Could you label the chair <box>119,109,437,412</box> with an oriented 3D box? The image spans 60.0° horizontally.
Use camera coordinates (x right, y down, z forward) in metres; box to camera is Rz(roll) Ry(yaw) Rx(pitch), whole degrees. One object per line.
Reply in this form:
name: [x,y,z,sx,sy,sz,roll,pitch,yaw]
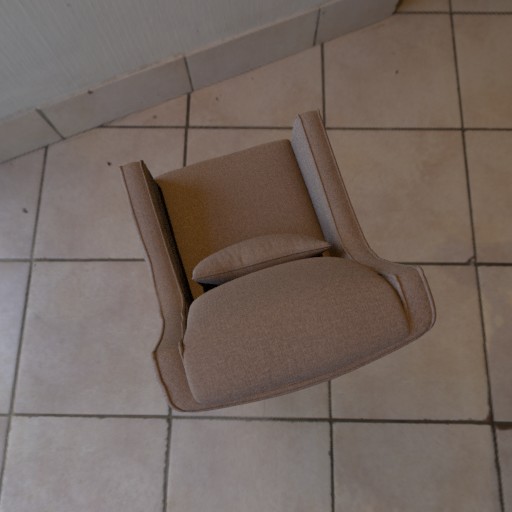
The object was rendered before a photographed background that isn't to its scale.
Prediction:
chair: [0.000,0.000,1.563,0.732,0.993,0.879,-17,77,-4]
